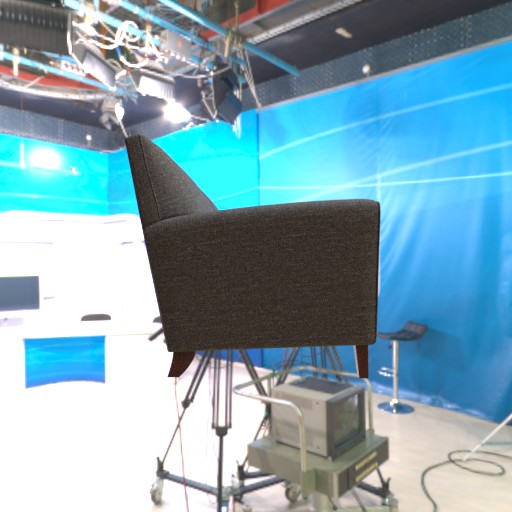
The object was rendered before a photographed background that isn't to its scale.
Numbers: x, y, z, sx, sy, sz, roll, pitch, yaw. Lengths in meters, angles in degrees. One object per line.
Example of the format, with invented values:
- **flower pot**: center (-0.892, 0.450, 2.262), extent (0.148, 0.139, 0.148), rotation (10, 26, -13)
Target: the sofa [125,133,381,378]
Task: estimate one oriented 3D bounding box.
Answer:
- **sofa**: center (0.000, 0.000, 2.457), extent (0.875, 0.846, 1.976), rotation (0, 0, 1)
